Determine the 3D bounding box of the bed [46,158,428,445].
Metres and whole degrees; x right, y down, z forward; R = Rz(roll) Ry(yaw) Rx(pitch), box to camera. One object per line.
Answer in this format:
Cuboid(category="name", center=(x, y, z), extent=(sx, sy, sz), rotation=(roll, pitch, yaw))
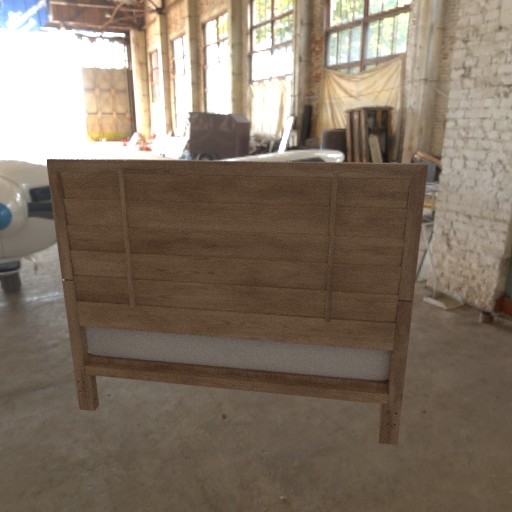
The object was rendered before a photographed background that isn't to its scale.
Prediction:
Cuboid(category="bed", center=(0.000, 0.000, 3.493), extent=(2.032, 1.626, 2.032), rotation=(3, 17, 9))
